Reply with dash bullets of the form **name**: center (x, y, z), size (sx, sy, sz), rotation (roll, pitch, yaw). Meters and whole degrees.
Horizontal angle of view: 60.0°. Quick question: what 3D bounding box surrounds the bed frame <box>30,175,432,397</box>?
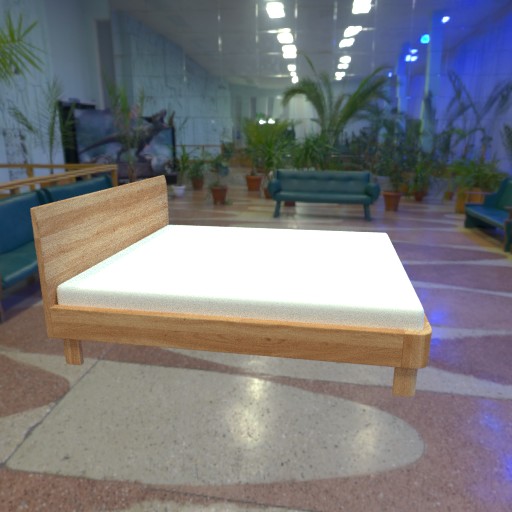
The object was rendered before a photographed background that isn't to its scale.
- **bed frame**: center (0.000, 0.000, 3.177), size (2.092, 0.940, 1.872), rotation (3, 16, 10)
